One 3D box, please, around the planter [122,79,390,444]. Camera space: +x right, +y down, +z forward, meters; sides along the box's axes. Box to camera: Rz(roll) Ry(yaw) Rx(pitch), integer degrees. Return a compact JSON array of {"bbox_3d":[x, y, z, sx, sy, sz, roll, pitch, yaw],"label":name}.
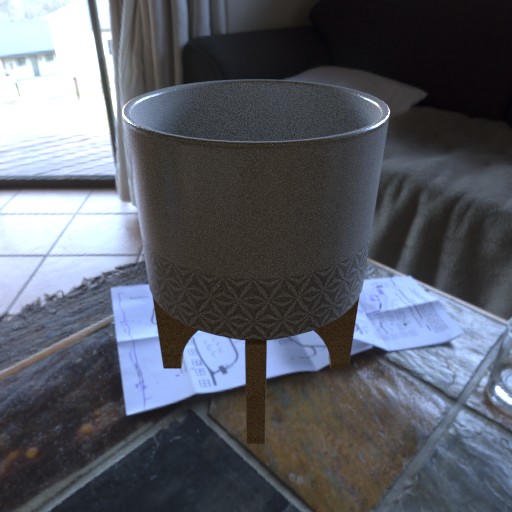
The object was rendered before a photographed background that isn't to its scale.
[{"bbox_3d":[0.000,0.000,0.513,0.249,0.343,0.249,0,32,0],"label":"planter"}]
